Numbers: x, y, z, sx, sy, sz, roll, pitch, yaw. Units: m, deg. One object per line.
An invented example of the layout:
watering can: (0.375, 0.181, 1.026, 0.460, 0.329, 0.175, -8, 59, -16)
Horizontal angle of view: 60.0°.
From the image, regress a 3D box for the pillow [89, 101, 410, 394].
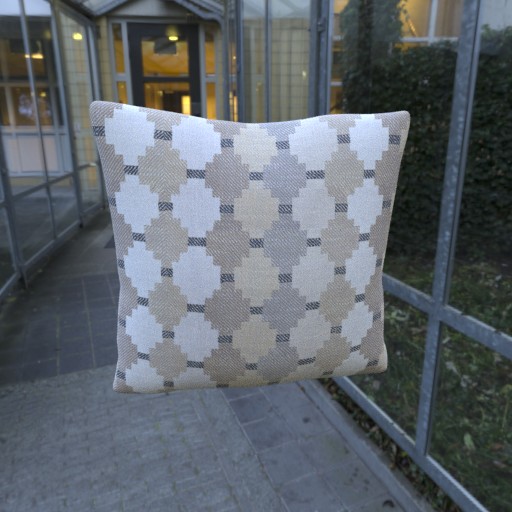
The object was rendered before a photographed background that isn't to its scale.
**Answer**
pillow: (0.000, 0.000, 0.849, 0.578, 0.558, 0.192, -3, 17, -8)
